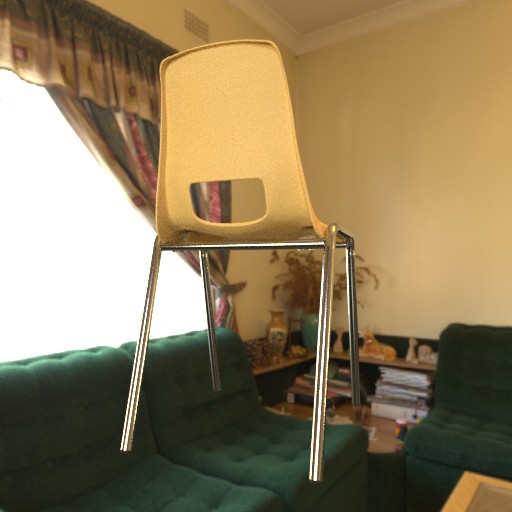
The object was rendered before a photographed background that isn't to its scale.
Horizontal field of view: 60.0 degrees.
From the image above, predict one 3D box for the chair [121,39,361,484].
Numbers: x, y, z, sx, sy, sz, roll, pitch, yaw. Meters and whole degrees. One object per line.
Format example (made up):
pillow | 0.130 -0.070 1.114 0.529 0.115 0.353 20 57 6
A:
chair | 0.000 0.000 0.929 0.381 0.704 0.436 -1 -2 19
